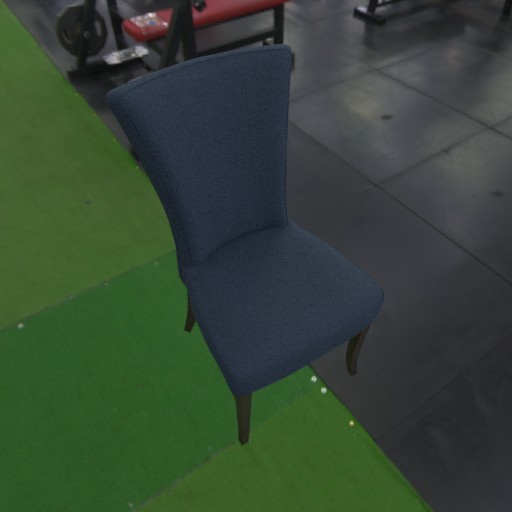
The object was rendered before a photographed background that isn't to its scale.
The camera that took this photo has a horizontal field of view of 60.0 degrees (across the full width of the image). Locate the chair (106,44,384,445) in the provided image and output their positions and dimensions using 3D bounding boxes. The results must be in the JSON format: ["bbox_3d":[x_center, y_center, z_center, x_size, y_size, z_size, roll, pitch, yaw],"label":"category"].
[{"bbox_3d":[0.000,0.000,1.342,0.520,0.991,0.660,-25,53,-21],"label":"chair"}]
